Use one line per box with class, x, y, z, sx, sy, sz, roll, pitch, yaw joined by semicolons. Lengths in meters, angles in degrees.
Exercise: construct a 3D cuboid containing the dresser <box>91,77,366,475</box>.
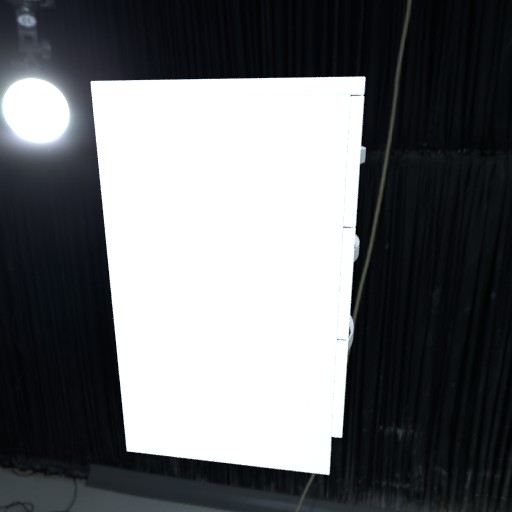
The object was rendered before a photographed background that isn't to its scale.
dresser;0.000;0.000;0.801;0.360;0.560;0.400;3;17;9
